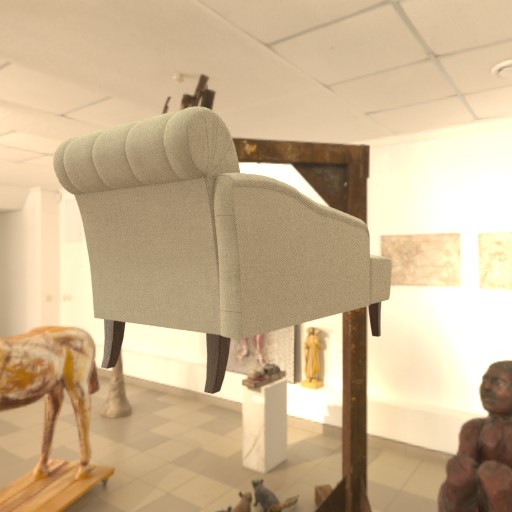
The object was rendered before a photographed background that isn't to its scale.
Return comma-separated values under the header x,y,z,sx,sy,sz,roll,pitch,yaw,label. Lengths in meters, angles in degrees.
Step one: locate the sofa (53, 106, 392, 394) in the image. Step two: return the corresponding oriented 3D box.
x,y,z,sx,sy,sz,roll,pitch,yaw,label
0.000,0.000,1.789,0.675,0.787,1.379,0,0,35,sofa
